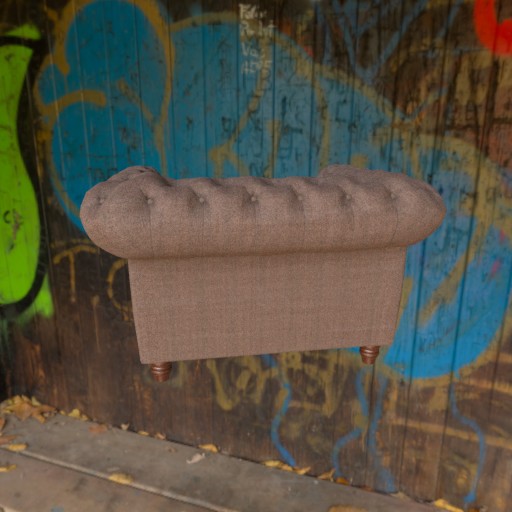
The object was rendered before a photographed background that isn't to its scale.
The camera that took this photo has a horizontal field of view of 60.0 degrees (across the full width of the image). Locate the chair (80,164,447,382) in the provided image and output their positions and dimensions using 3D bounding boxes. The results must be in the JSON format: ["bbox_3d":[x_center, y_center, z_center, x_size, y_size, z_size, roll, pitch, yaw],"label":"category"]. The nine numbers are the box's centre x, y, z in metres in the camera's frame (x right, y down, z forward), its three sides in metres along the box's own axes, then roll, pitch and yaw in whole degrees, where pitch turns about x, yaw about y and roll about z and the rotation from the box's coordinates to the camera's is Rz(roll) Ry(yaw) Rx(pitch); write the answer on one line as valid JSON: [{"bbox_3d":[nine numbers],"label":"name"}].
[{"bbox_3d":[0.000,0.000,1.943,1.298,0.780,0.945,-2,16,-9],"label":"chair"}]
